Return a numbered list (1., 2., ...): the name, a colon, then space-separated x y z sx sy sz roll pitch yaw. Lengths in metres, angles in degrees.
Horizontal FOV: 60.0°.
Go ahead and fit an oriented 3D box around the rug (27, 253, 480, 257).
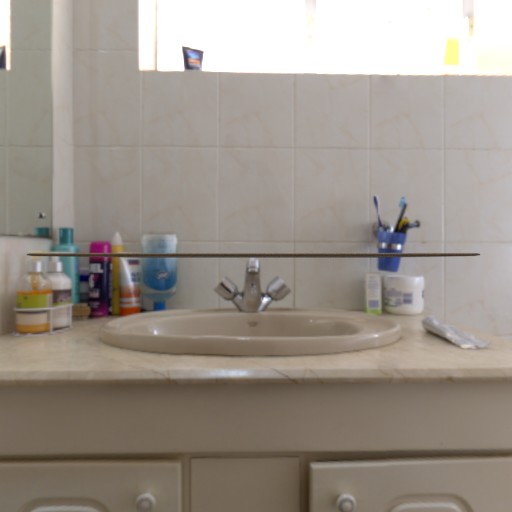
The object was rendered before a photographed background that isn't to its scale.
1. rug: 0.000 0.000 4.139 3.041 0.020 2.413 0 0 1
